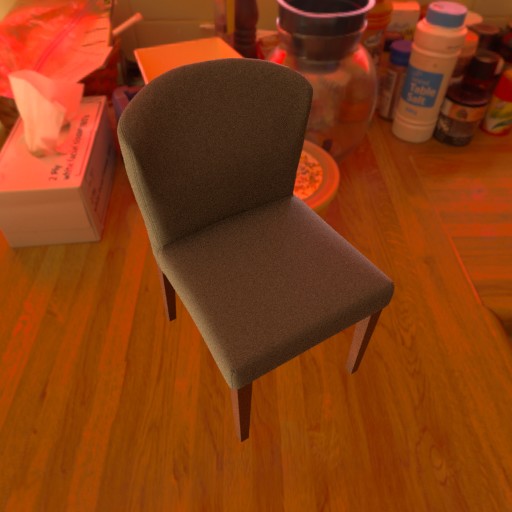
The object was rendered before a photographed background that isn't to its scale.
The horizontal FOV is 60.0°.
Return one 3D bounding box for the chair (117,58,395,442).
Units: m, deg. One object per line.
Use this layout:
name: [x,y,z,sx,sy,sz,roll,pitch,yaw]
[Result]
chair: [0.000,0.000,1.199,0.491,0.839,0.592,-24,52,-21]
